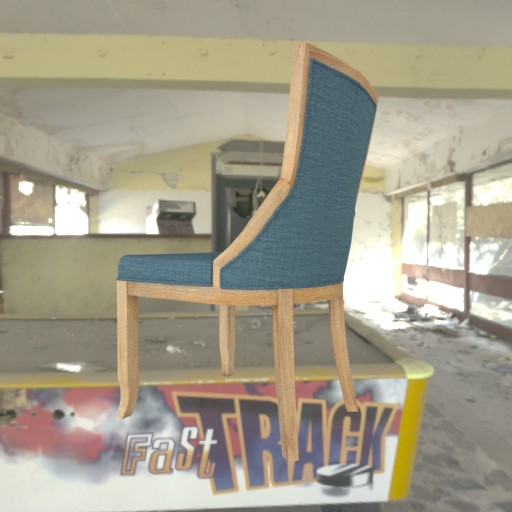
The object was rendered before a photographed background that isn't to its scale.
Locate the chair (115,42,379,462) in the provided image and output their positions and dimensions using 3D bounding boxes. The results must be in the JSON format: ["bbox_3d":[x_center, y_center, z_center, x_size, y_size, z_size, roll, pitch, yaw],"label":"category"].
[{"bbox_3d":[0.000,0.000,1.315,0.641,0.947,0.524,1,2,35],"label":"chair"}]
